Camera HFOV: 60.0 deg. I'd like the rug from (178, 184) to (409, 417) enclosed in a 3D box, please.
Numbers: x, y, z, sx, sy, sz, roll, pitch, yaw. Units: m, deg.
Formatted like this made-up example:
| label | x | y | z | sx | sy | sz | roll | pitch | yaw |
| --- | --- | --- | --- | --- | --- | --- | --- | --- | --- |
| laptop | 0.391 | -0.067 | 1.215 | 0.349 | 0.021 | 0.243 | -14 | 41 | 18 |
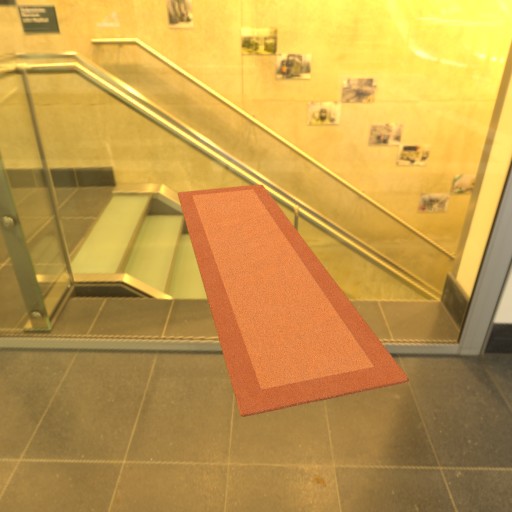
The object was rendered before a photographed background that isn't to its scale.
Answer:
| label | x | y | z | sx | sy | sz | roll | pitch | yaw |
| --- | --- | --- | --- | --- | --- | --- | --- | --- | --- |
| rug | 0.000 | 0.000 | 2.865 | 0.914 | 0.013 | 2.471 | -10 | 32 | -16 |
